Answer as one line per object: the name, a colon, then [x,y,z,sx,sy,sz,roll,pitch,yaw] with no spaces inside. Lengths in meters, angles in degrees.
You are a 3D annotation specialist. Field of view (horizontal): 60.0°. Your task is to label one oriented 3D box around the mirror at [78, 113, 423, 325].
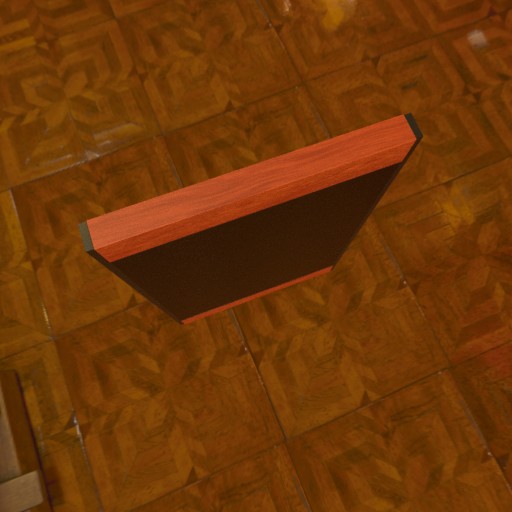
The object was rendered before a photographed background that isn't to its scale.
mirror: [0.000,0.000,1.045,0.525,0.823,0.047,-20,75,-5]
